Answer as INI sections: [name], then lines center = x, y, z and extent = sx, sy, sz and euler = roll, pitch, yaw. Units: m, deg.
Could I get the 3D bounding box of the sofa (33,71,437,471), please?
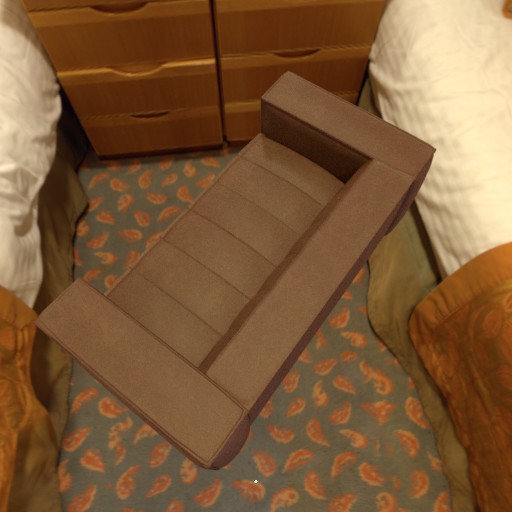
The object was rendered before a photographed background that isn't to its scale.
[sofa]
center = 0.000, 0.000, 2.561
extent = 1.102, 0.703, 2.088
euler = 34, 68, 16
